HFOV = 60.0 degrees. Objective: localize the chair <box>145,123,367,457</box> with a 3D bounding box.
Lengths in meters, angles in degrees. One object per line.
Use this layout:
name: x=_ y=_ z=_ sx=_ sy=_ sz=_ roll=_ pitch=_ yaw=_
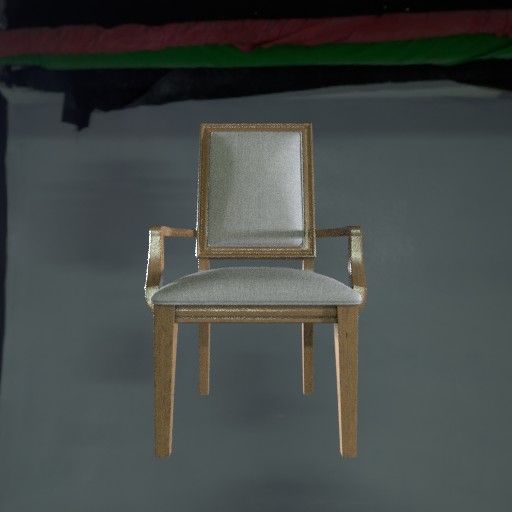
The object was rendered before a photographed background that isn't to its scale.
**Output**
chair: x=0.000 y=0.000 z=1.391 sx=0.606 sy=0.990 sz=0.602 roll=0 pitch=1 yaw=0
